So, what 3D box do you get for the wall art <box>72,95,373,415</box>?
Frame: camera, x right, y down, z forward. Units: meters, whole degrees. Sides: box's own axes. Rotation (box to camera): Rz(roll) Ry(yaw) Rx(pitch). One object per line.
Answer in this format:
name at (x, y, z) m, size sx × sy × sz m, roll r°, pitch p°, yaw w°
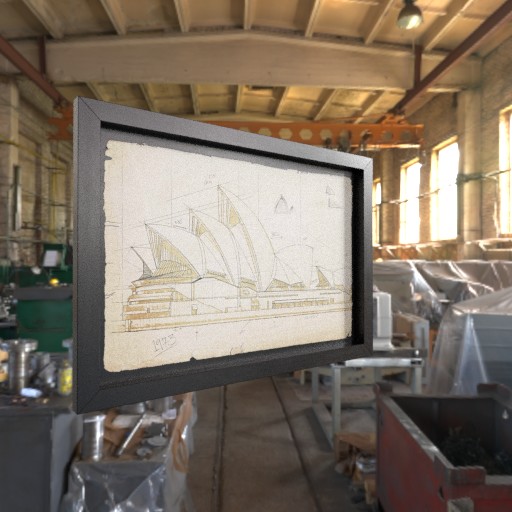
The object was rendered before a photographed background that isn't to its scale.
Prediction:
wall art at (0.000, 0.000, 0.842) m, size 0.657 × 0.458 × 0.027 m, roll 0°, pitch -1°, yaw -37°
